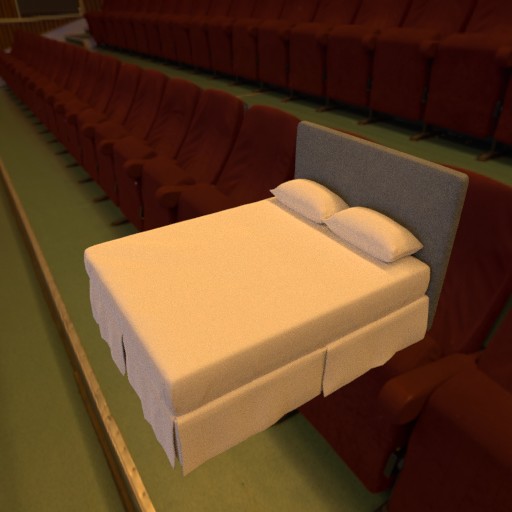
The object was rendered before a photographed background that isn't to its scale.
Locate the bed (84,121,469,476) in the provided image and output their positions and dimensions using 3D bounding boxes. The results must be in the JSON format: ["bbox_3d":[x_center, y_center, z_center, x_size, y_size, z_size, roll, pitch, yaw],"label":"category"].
[{"bbox_3d":[0.000,0.000,3.178,2.142,1.330,1.713,-18,35,-28],"label":"bed"}]
